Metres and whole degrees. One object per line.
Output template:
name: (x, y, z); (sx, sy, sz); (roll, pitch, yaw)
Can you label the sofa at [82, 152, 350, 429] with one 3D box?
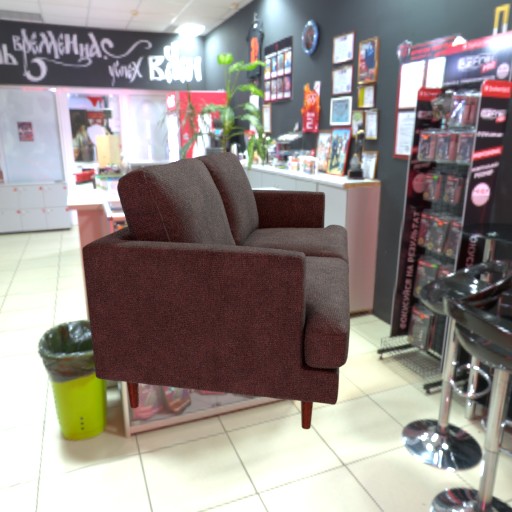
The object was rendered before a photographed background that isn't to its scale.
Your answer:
sofa: (0.000, 0.000, 2.189); (0.903, 0.956, 1.582); (3, 16, 10)
